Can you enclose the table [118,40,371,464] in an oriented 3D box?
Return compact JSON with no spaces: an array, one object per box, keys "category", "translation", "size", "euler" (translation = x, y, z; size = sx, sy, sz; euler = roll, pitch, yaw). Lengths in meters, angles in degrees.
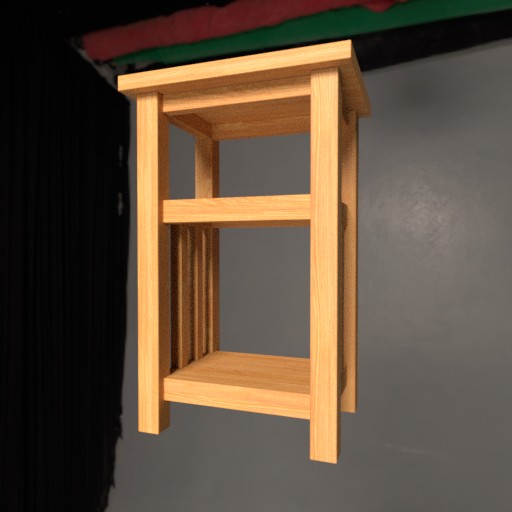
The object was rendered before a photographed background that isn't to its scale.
[{"category":"table","translation":[0.000,0.000,0.746],"size":[0.350,0.550,0.270],"euler":[0,1,20]}]
